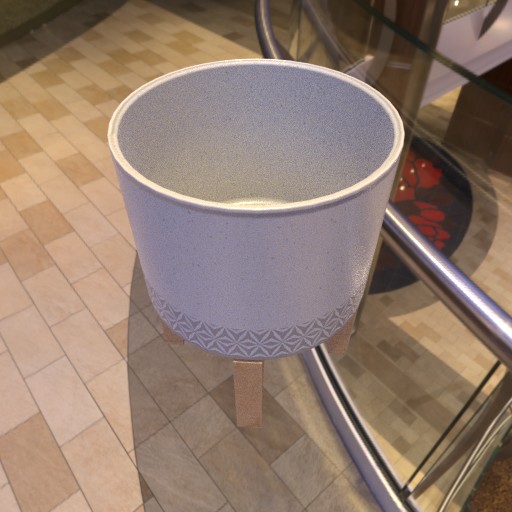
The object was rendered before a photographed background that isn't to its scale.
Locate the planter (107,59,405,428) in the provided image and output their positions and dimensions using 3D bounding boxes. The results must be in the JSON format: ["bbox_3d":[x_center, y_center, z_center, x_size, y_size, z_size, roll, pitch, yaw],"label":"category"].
[{"bbox_3d":[0.000,0.000,0.261,0.130,0.178,0.130,0,46,0],"label":"planter"}]
